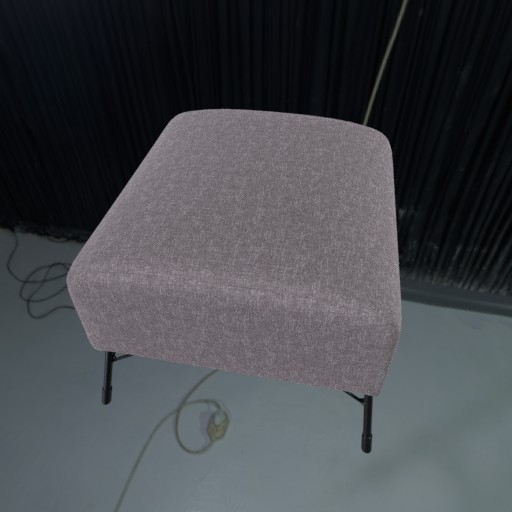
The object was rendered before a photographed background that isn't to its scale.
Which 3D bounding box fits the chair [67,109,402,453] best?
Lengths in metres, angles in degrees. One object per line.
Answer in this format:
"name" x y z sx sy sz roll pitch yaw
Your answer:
"chair" 0.000 0.000 0.890 0.530 0.410 0.530 7 45 8
